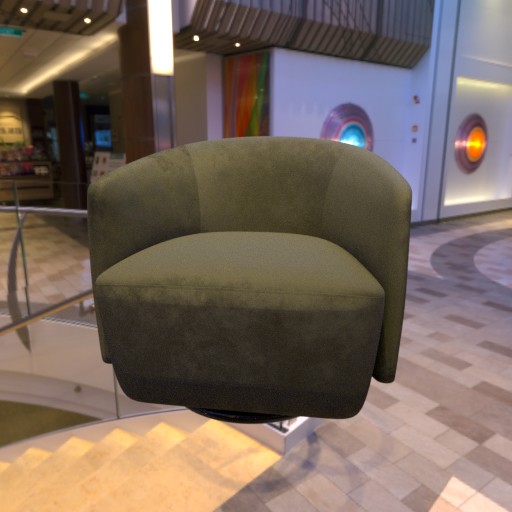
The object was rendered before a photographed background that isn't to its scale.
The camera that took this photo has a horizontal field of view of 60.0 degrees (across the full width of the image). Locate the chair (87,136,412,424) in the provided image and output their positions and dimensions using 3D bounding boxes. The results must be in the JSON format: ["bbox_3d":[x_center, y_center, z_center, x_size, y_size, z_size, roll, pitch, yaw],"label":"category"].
[{"bbox_3d":[0.000,0.000,1.308,0.773,0.698,0.767,2,14,8],"label":"chair"}]
